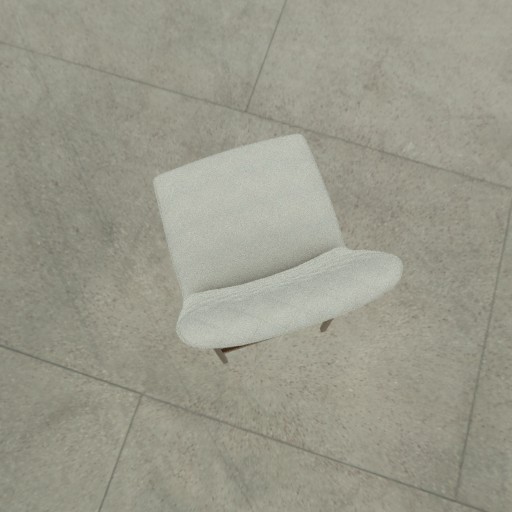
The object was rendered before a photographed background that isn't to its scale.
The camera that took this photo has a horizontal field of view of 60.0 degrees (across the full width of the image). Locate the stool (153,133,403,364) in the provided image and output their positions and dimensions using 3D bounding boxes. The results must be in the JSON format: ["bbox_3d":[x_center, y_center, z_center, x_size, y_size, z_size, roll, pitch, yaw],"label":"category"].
[{"bbox_3d":[0.000,0.000,1.342,0.462,1.084,0.546,-17,77,-4],"label":"stool"}]
